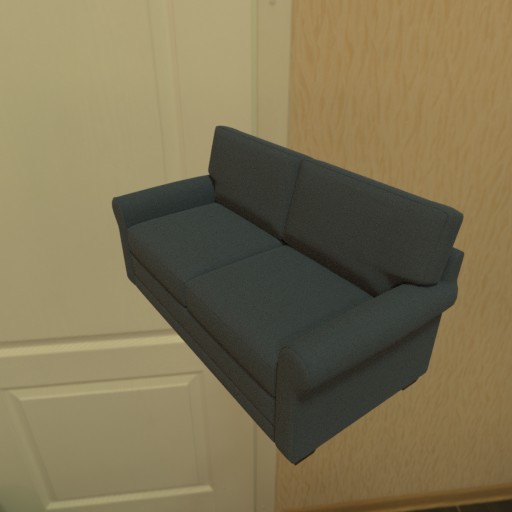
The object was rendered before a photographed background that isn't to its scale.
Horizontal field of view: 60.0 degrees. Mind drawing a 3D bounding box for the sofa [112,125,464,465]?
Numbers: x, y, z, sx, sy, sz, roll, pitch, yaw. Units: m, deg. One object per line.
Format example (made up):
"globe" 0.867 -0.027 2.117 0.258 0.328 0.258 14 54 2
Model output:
"sofa" 0.000 0.000 2.483 0.940 1.020 1.930 -20 35 -31
